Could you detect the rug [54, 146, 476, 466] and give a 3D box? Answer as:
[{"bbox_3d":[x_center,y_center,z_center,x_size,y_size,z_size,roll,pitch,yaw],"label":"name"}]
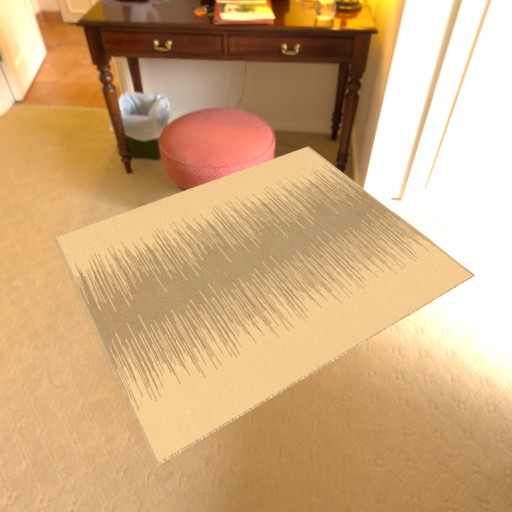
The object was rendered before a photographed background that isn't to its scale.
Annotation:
[{"bbox_3d":[0.000,0.000,4.053,3.037,0.010,2.453,-24,50,-22],"label":"rug"}]
